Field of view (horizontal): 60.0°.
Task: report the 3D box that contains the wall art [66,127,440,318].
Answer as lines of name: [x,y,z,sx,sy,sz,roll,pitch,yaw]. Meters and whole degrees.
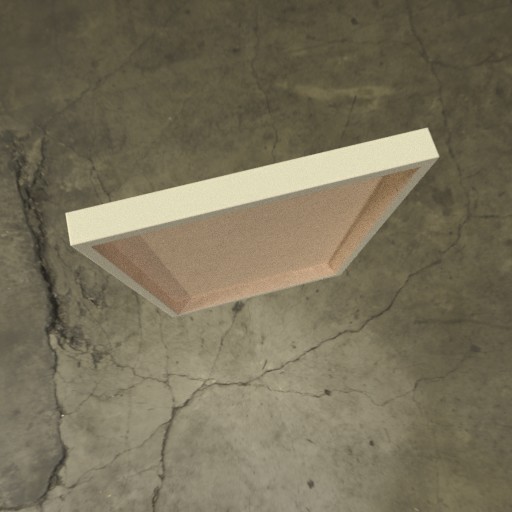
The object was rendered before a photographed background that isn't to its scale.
wall art: [0.000,0.000,0.784,0.418,0.608,0.038,-14,75,-4]
